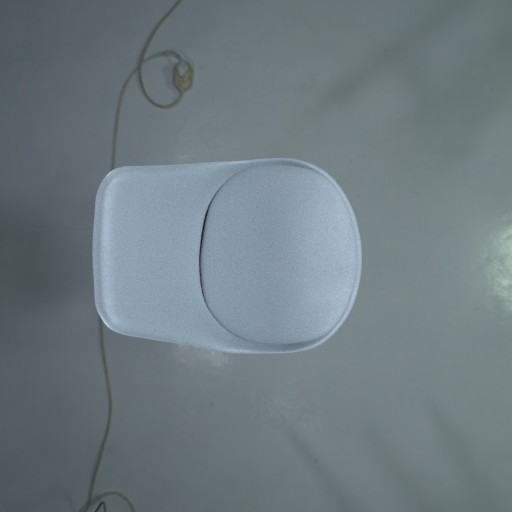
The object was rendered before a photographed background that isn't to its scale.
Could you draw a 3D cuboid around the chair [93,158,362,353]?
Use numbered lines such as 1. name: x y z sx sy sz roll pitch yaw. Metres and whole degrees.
1. chair: 0.000 0.000 1.160 0.549 0.850 0.485 0 88 0
